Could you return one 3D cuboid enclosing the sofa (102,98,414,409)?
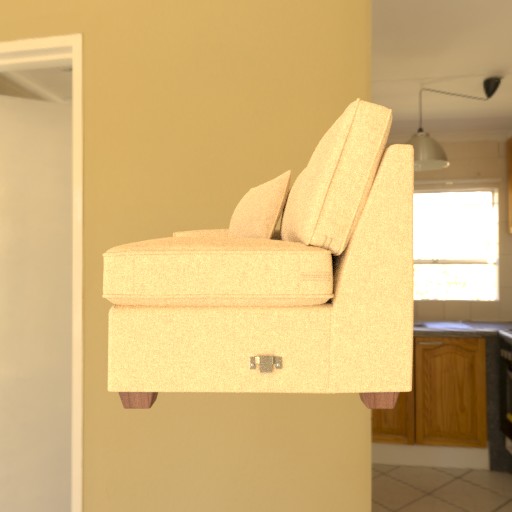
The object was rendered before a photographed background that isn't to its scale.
[{"bbox_3d":[0.000,0.000,2.042,0.991,0.989,1.388,0,-1,-1],"label":"sofa"}]
